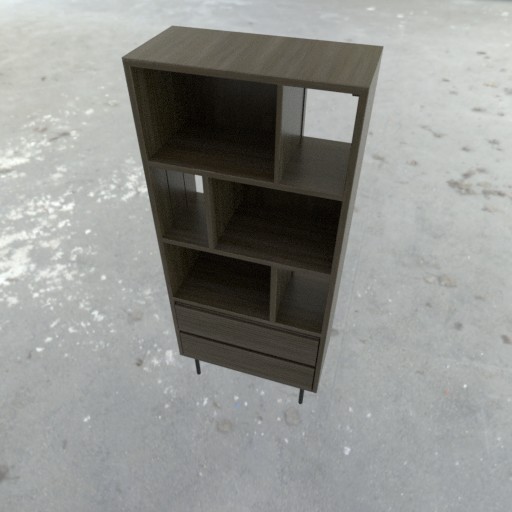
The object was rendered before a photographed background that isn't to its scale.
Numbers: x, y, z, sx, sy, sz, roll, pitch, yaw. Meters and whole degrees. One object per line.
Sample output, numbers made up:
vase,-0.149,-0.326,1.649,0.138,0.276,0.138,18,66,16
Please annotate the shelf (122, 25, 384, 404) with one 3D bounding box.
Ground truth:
shelf,0.000,0.000,1.760,0.670,1.545,0.323,12,44,13
